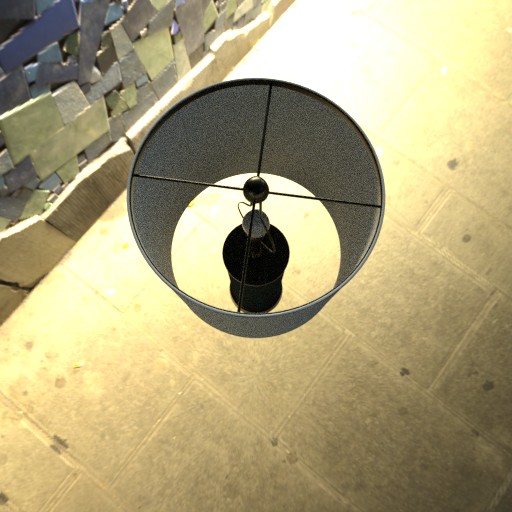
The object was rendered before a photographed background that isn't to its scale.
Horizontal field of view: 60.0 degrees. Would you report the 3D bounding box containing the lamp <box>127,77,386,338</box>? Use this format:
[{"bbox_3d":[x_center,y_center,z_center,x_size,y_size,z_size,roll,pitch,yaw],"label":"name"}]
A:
[{"bbox_3d":[0.000,0.000,0.806,0.301,0.630,0.301,-36,78,-9],"label":"lamp"}]
